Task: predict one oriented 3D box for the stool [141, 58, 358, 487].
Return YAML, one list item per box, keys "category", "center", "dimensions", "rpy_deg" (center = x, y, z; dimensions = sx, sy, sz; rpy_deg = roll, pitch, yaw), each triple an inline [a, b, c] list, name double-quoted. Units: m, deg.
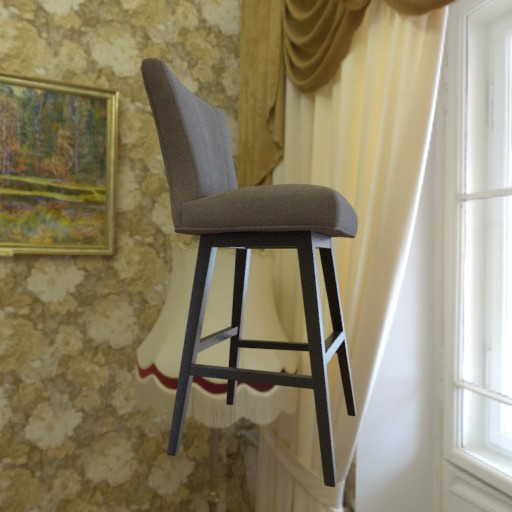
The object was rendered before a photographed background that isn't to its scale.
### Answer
- category: "stool"
  center: [0.000, 0.000, 1.365]
  dimensions: [0.574, 1.086, 0.514]
  rpy_deg: [0, 0, 18]
